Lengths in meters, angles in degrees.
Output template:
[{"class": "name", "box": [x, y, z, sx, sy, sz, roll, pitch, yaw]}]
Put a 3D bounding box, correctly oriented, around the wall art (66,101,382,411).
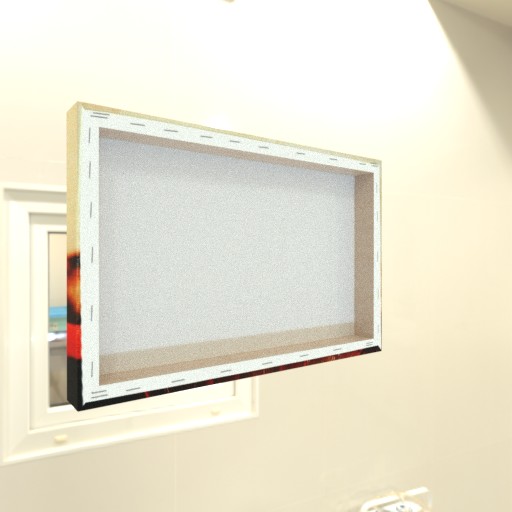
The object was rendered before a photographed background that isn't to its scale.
[{"class": "wall art", "box": [0.000, 0.000, 0.484, 0.383, 0.251, 0.037, 0, 0, -36]}]
